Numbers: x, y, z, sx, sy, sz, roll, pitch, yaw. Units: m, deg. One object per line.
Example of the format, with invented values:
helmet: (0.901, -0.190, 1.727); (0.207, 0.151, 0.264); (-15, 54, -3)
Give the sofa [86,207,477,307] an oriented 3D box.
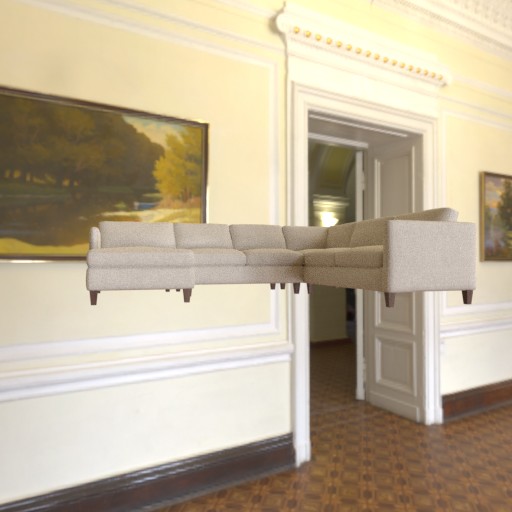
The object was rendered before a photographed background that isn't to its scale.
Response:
sofa: (0.000, 0.000, 4.505); (3.238, 0.853, 2.551); (0, -1, -18)
